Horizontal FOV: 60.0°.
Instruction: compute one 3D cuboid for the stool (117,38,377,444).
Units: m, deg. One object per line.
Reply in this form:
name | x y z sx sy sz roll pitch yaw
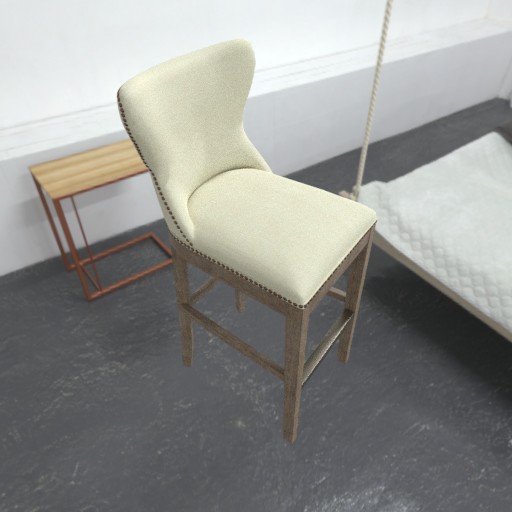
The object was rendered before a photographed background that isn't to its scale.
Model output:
stool | 0.000 0.000 1.408 0.606 1.123 0.494 26 48 26
